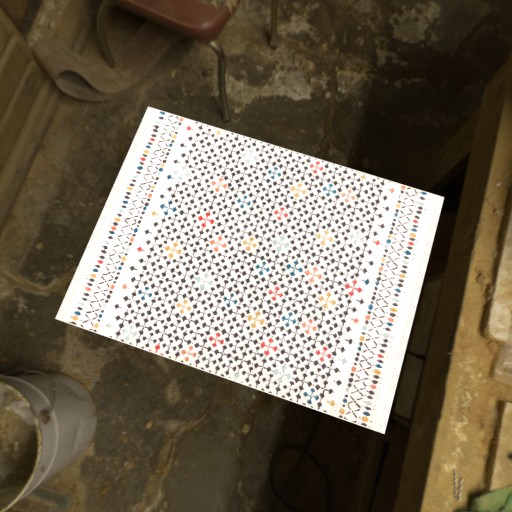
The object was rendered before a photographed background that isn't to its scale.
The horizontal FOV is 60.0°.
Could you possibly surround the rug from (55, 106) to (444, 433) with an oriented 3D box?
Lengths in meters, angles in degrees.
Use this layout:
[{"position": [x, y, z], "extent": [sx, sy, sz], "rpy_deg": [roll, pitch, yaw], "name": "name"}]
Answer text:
[{"position": [0.000, 0.000, 4.313], "extent": [3.196, 0.007, 2.354], "rpy_deg": [18, 77, 4], "name": "rug"}]
